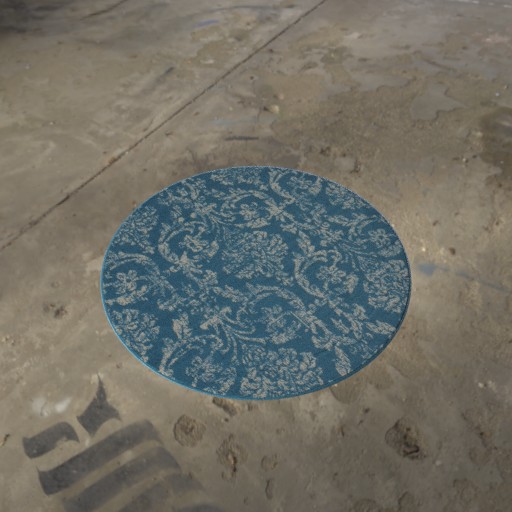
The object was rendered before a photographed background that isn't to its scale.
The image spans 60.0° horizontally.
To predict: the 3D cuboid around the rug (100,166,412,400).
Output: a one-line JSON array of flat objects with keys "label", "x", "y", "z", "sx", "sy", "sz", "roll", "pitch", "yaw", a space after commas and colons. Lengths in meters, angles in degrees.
[{"label": "rug", "x": 0.000, "y": 0.000, "z": 2.333, "sx": 1.593, "sy": 0.012, "sz": 1.593, "roll": 0, "pitch": 47, "yaw": 0}]
